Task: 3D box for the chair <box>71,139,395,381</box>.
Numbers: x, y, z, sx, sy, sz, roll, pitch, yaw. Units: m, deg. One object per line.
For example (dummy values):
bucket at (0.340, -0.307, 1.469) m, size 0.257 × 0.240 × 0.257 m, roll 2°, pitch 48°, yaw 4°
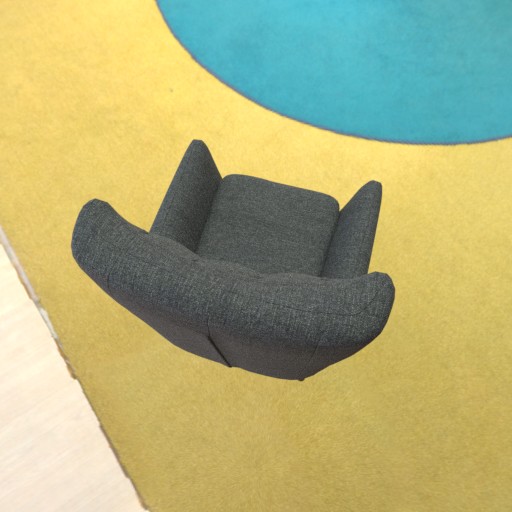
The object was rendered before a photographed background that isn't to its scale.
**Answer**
chair at (0.000, 0.000, 1.717) m, size 0.878 × 1.063 × 0.904 m, roll 15°, pitch 65°, yaw 7°
